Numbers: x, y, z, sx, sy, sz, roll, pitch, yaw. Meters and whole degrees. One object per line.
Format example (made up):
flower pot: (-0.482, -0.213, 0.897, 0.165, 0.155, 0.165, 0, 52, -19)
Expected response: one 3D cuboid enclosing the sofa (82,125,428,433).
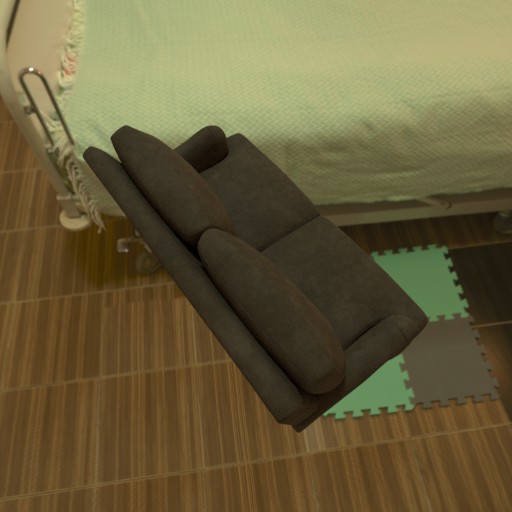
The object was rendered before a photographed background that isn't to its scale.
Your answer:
sofa: (0.000, 0.000, 2.621, 1.084, 1.101, 1.853, -33, 64, -18)
